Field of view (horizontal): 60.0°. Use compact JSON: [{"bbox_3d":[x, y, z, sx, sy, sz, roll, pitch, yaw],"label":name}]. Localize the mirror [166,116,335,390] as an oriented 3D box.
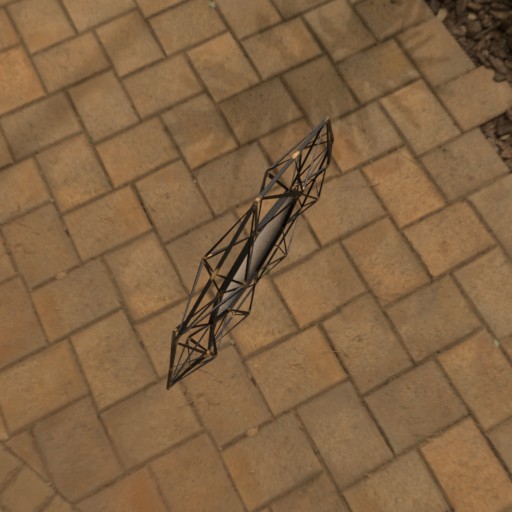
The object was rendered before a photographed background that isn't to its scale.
[{"bbox_3d":[0.000,0.000,1.033,0.094,0.710,0.710,32,78,7],"label":"mirror"}]
